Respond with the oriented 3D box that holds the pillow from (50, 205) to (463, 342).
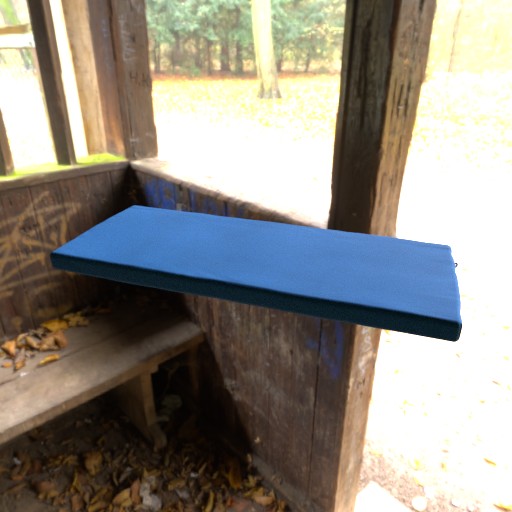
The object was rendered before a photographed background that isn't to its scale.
[{"bbox_3d":[0.000,0.000,1.369,1.187,0.081,0.492,8,27,17],"label":"pillow"}]
